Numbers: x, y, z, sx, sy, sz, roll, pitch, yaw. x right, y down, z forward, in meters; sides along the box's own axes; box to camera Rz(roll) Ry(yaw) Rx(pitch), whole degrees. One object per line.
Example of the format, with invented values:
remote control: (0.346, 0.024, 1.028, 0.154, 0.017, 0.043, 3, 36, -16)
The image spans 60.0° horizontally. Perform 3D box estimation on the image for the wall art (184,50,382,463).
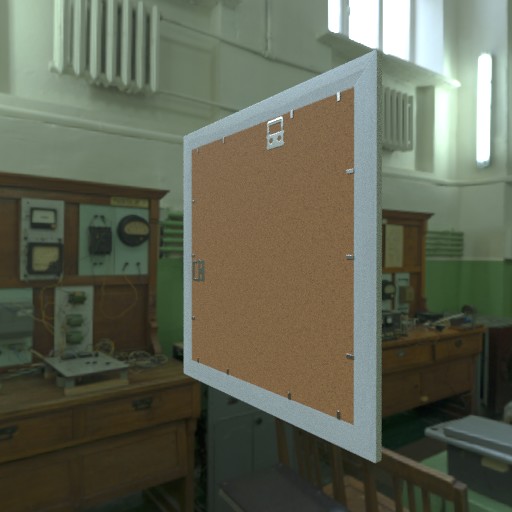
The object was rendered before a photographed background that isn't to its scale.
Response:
wall art: (0.000, 0.000, 0.862, 0.013, 0.584, 0.584, 0, 1, -37)
